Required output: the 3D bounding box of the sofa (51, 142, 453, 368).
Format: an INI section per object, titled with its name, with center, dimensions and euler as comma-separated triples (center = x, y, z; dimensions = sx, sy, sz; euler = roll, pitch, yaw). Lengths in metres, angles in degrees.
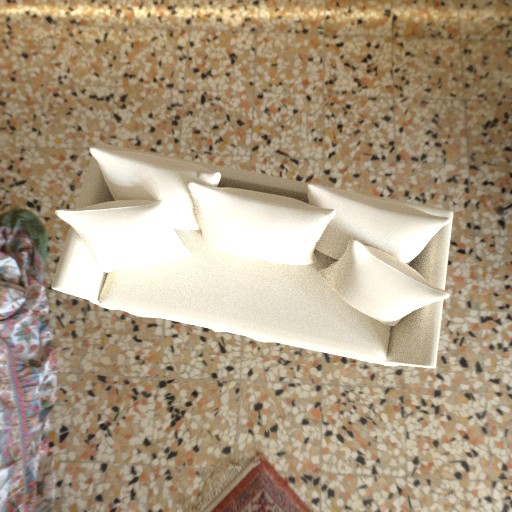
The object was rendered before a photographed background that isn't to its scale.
[sofa]
center = 0.000, 0.000, 2.880
dimensions = 2.290, 1.034, 1.031
euler = 11, 77, 3
